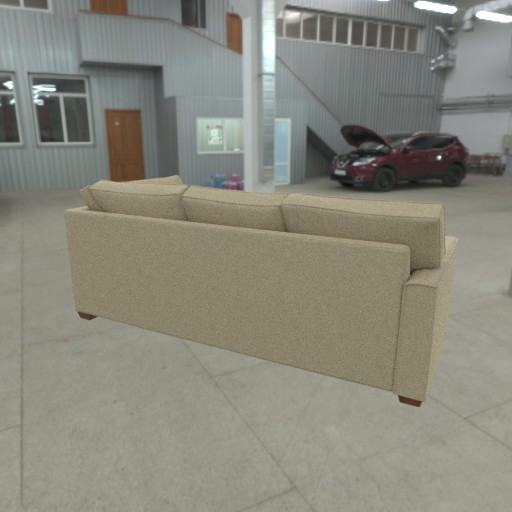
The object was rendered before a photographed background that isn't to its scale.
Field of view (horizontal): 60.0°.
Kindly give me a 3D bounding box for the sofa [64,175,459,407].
[{"bbox_3d":[0.000,0.000,2.874,2.317,0.962,1.061,8,17,27],"label":"sofa"}]
